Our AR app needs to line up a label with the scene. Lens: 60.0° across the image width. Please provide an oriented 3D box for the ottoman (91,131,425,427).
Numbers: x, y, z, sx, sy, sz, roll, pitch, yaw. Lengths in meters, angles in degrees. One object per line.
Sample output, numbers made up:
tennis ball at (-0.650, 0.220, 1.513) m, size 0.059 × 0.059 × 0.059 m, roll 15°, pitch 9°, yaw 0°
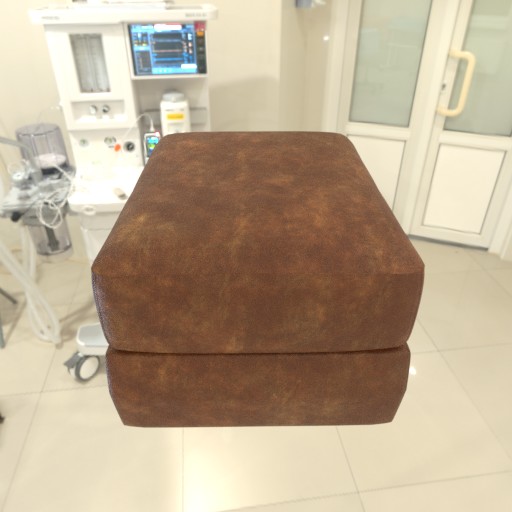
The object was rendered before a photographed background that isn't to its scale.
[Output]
ottoman at (0.000, 0.000, 1.140) m, size 0.603 × 0.476 × 0.751 m, roll 0°, pitch 33°, yaw -1°
